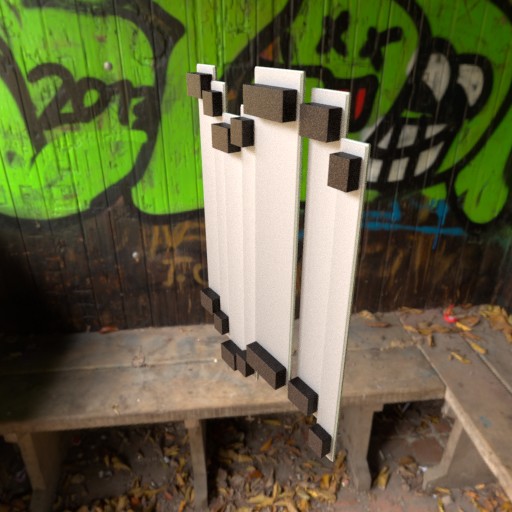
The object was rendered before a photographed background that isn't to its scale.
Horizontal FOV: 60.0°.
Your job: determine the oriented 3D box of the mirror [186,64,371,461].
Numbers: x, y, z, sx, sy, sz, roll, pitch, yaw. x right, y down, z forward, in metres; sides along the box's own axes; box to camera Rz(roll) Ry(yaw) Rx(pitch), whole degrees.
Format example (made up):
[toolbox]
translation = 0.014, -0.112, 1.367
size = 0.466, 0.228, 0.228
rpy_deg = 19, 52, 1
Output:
[mirror]
translation = 0.000, 0.000, 0.775
size = 0.058, 0.611, 0.445
rpy_deg = -17, 32, -31
